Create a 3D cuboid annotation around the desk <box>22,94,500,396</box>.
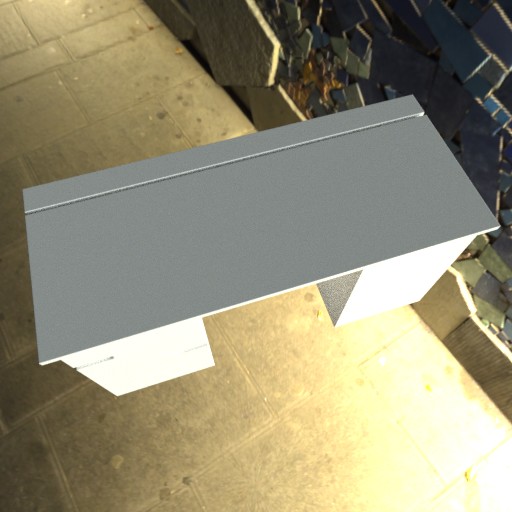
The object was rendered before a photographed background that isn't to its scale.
[{"bbox_3d":[0.000,0.000,1.921,1.580,0.760,0.670,-16,64,-8],"label":"desk"}]
